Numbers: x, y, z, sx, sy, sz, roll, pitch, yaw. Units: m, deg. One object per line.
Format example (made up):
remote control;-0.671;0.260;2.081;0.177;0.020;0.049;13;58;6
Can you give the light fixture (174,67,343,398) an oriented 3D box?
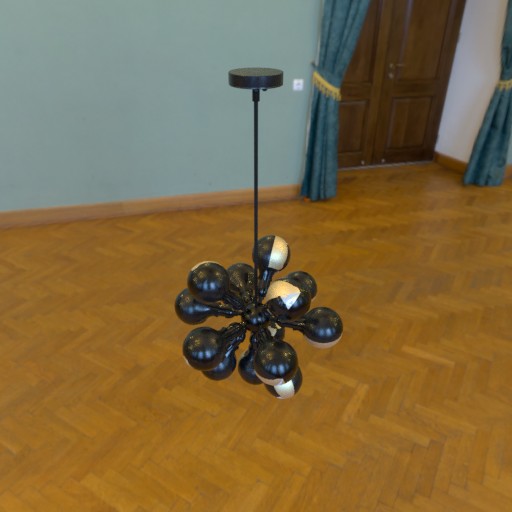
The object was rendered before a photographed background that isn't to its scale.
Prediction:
light fixture;0.000;0.000;1.106;0.420;0.859;0.468;-8;32;-13
